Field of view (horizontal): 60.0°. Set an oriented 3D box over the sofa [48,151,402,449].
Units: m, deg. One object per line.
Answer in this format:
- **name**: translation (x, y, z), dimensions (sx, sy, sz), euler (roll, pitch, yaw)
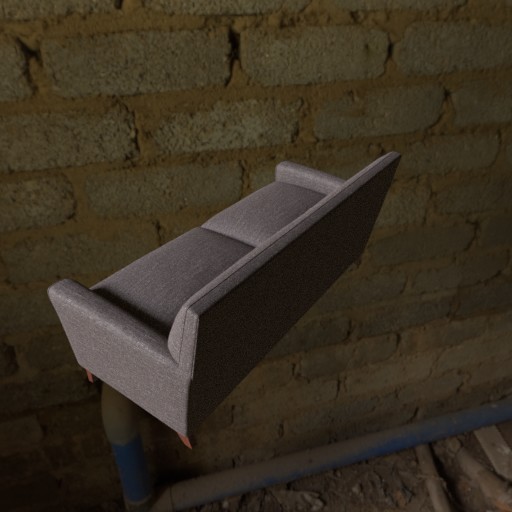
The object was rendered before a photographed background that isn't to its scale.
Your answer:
- **sofa**: translation (0.000, 0.000, 2.496), dimensions (0.875, 0.846, 1.976), euler (20, 37, 29)
